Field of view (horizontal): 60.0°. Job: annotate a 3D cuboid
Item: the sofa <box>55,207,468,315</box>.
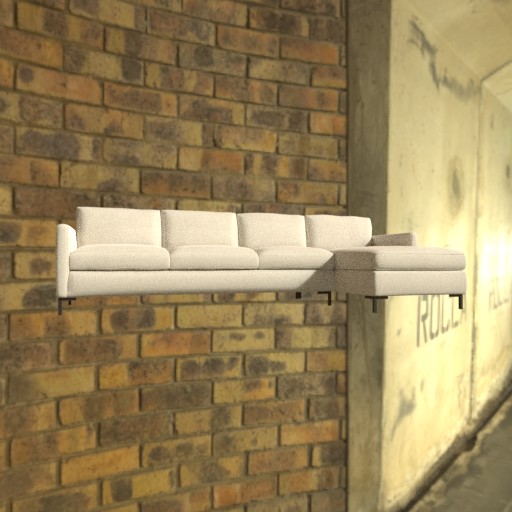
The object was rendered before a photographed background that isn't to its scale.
[{"bbox_3d":[0.000,0.000,2.924,2.445,0.677,1.126,0,-1,-18],"label":"sofa"}]
